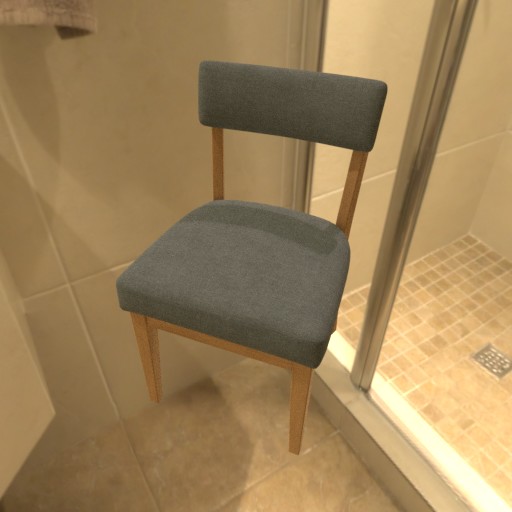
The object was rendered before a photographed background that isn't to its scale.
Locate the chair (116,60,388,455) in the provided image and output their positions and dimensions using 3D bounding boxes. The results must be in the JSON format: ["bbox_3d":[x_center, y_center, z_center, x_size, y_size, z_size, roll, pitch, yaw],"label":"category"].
[{"bbox_3d":[0.000,0.000,1.183,0.508,0.832,0.572,14,41,16],"label":"chair"}]
